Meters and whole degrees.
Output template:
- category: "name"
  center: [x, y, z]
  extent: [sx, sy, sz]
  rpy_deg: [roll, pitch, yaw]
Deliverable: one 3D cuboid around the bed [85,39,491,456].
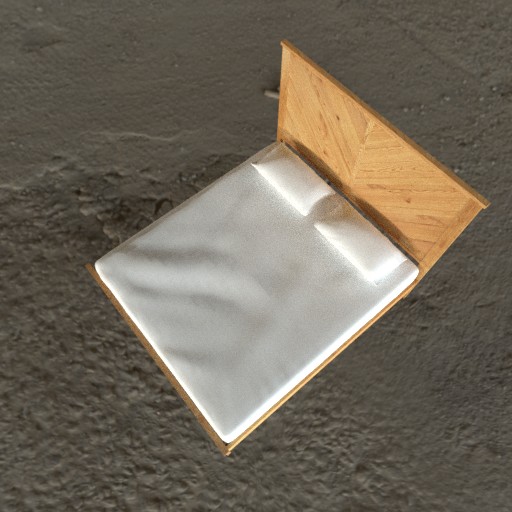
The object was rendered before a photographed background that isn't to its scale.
- category: "bed"
  center: [0.000, 0.000, 3.541]
  extent: [2.201, 1.686, 1.936]
  rpy_deg: [-37, 70, -16]
